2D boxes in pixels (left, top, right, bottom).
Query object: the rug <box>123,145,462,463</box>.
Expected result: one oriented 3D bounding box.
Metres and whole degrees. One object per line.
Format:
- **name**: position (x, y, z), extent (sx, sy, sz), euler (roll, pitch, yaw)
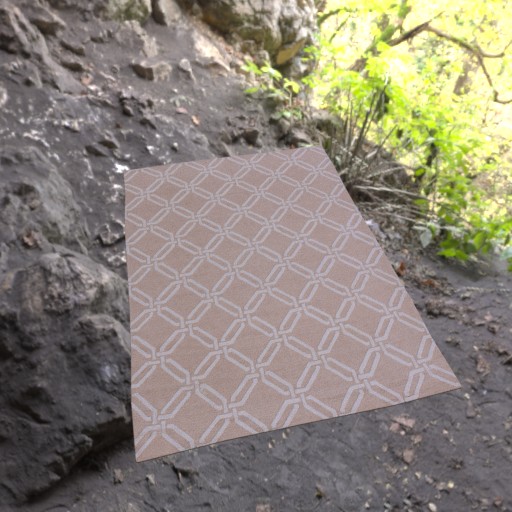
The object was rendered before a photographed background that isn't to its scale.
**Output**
- **rug**: position (0.000, 0.000, 4.265), extent (2.452, 0.020, 3.365), euler (-10, 48, -9)
